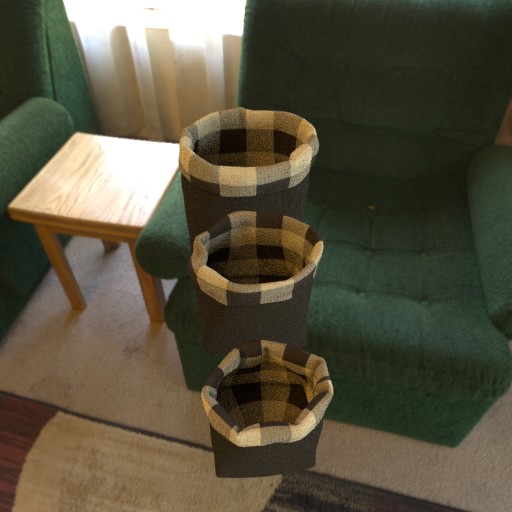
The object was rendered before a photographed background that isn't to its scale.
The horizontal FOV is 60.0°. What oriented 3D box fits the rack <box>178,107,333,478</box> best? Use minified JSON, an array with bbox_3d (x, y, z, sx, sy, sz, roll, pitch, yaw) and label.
[{"bbox_3d":[0.000,0.000,1.058,0.370,0.329,0.889,-3,46,-3],"label":"rack"}]
